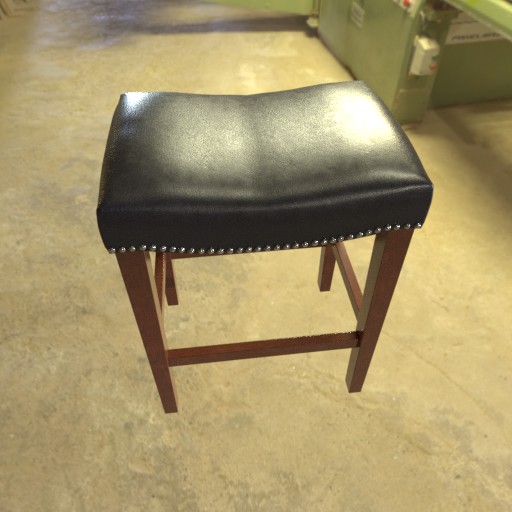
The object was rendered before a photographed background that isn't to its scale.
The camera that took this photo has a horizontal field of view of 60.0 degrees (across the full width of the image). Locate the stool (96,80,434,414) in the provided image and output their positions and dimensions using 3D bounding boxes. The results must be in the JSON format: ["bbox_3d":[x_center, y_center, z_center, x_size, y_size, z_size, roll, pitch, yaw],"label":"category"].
[{"bbox_3d":[0.000,0.000,0.970,0.504,0.654,0.372,-5,46,-5],"label":"stool"}]
